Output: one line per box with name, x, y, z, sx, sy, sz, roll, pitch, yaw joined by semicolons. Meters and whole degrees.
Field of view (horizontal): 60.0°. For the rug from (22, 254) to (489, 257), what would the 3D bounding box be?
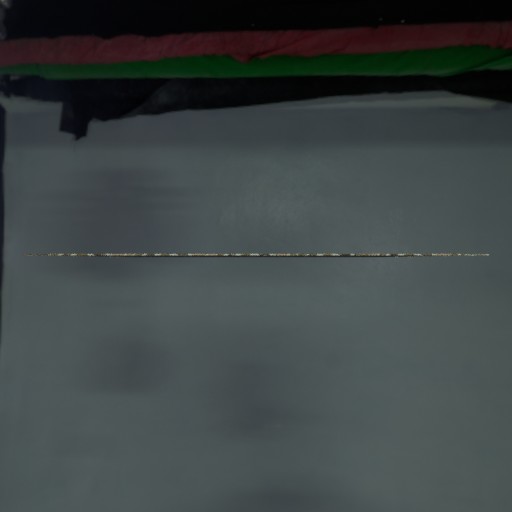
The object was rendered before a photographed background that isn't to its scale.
rug;0.000;0.000;2.312;1.829;0.008;1.219;0;-1;0
